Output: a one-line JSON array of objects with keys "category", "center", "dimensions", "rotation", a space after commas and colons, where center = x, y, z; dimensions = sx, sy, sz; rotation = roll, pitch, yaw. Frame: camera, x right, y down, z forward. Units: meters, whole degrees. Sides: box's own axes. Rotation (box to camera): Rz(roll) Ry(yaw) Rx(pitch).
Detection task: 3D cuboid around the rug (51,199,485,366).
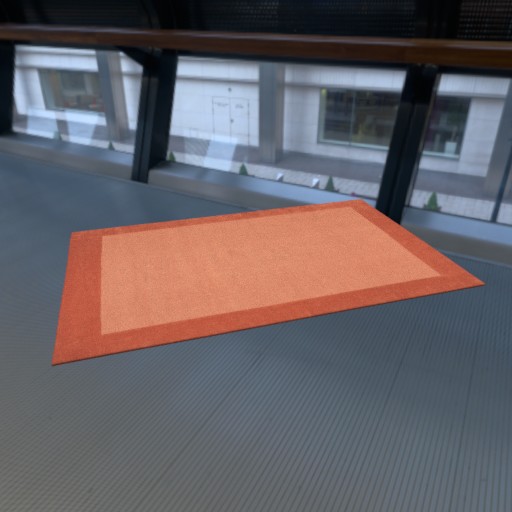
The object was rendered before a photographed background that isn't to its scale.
[{"category": "rug", "center": [0.000, 0.000, 3.004], "dimensions": [2.438, 0.014, 1.524], "rotation": [-8, 29, -15]}]
